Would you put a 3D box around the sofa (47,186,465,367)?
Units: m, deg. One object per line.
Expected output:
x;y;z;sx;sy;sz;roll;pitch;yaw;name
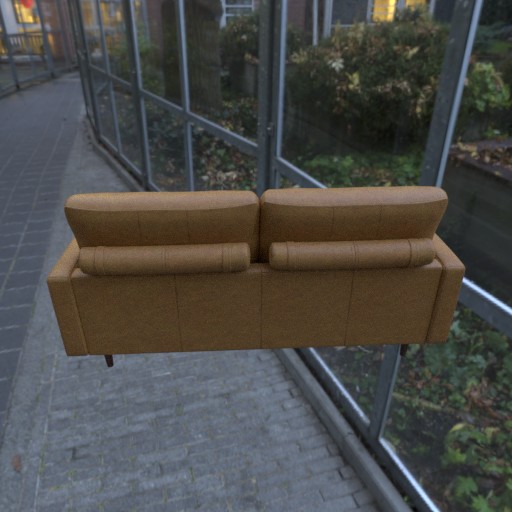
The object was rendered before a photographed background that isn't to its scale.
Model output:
0.000;0.000;2.273;1.821;0.898;0.850;-1;29;-3;sofa
